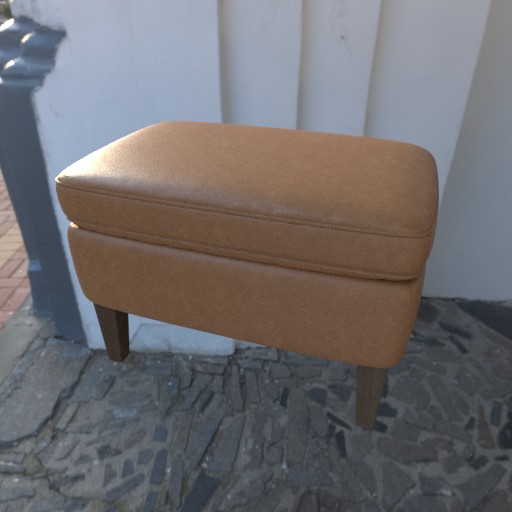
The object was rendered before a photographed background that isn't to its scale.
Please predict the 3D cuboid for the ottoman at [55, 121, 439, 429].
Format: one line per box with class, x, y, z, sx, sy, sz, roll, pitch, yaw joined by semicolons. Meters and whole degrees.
ottoman;0.000;0.000;0.960;0.670;0.480;0.420;10;33;16
